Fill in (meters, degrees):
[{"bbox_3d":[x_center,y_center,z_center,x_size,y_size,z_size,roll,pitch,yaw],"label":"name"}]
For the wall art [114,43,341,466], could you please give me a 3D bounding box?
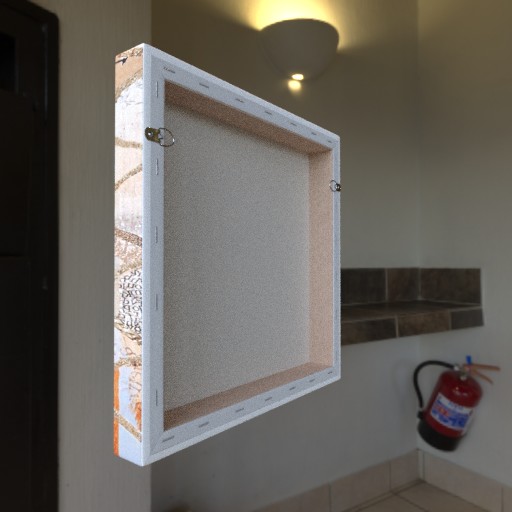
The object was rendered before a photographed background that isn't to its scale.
[{"bbox_3d":[0.000,0.000,0.444,0.036,0.304,0.303,-1,-1,38],"label":"wall art"}]
